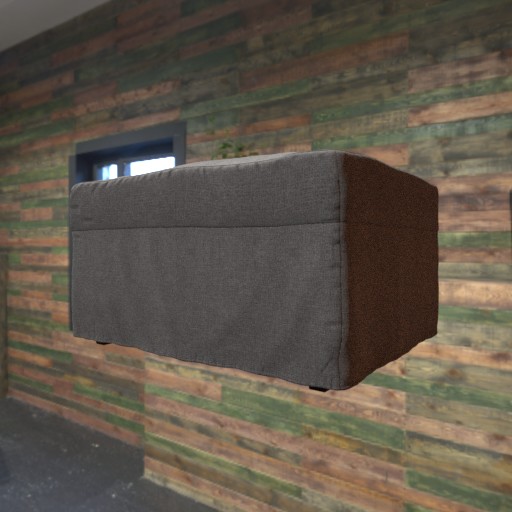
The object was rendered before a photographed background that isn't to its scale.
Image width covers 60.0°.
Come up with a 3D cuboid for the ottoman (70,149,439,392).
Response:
[{"bbox_3d":[0.000,0.000,1.241,0.833,0.492,0.652,1,2,36],"label":"ottoman"}]
